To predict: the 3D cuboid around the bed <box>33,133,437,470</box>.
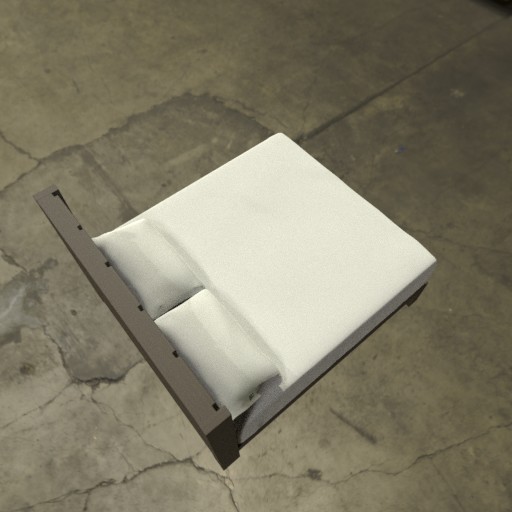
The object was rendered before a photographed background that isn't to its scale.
[{"bbox_3d":[0.000,0.000,3.123,1.992,1.261,1.735,-35,64,-20],"label":"bed"}]
